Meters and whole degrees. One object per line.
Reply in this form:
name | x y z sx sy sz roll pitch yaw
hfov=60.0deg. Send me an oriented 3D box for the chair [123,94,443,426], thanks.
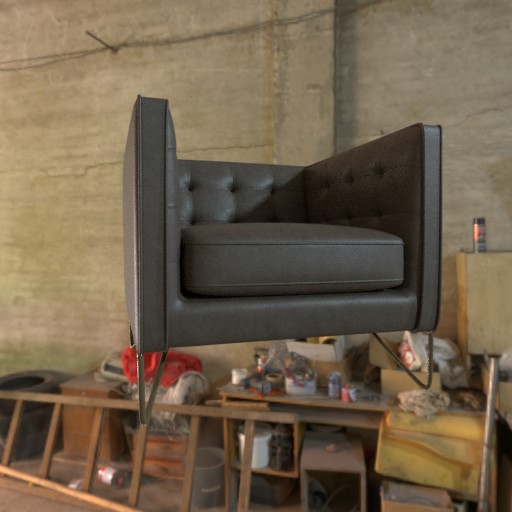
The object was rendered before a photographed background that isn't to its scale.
chair | 0.000 0.000 1.552 0.880 0.790 0.894 -1 2 -18
